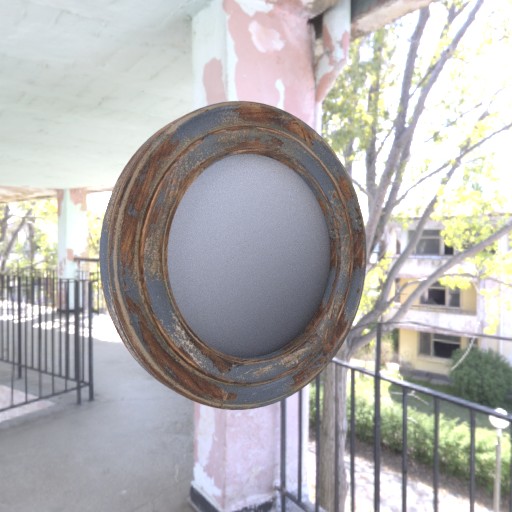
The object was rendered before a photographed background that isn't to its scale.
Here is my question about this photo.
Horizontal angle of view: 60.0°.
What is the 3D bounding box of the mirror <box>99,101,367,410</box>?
[{"bbox_3d":[0.000,0.000,0.870,0.585,0.585,0.061,-1,1,-35],"label":"mirror"}]
